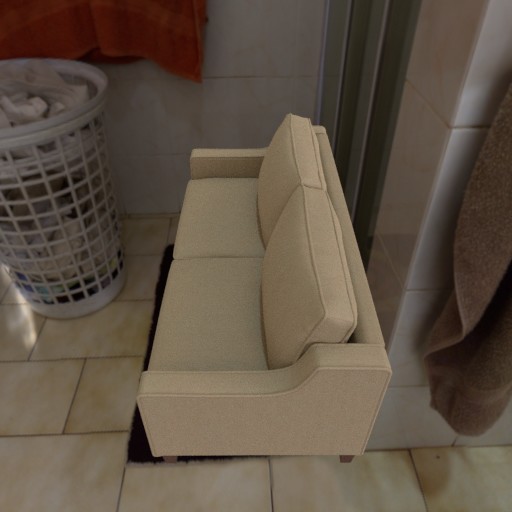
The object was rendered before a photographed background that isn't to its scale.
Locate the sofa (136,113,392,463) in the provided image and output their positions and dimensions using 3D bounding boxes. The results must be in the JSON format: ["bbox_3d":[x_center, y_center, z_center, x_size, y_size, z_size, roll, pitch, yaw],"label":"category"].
[{"bbox_3d":[0.000,0.000,2.770,1.066,1.071,2.178,0,41,0],"label":"sofa"}]
